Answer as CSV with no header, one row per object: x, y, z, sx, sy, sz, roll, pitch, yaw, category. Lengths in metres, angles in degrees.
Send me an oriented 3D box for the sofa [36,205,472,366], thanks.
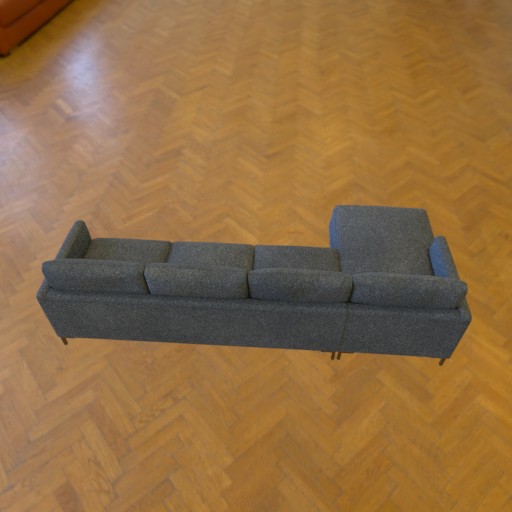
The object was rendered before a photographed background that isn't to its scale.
0.000,0.000,3.501,2.932,0.810,1.350,3,46,3,sofa
